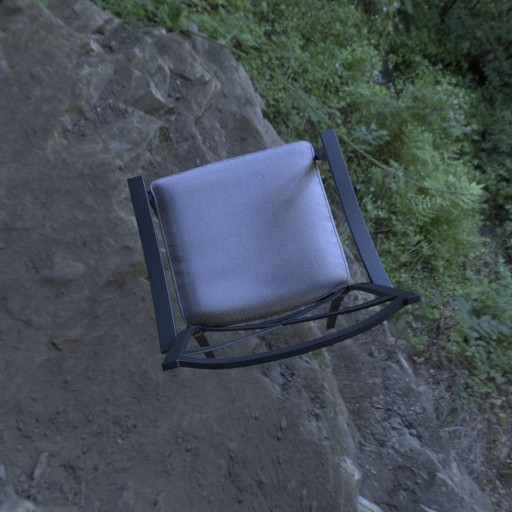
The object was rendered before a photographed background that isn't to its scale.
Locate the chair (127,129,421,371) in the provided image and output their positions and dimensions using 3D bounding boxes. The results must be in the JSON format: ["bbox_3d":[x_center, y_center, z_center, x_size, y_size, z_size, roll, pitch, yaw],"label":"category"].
[{"bbox_3d":[0.000,0.000,1.295,0.575,0.889,0.620,-14,76,-4],"label":"chair"}]
